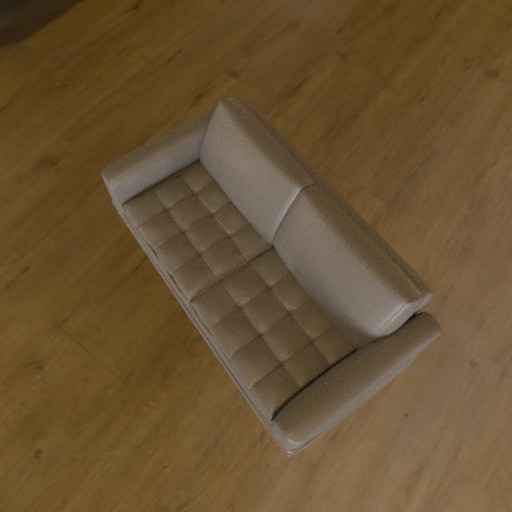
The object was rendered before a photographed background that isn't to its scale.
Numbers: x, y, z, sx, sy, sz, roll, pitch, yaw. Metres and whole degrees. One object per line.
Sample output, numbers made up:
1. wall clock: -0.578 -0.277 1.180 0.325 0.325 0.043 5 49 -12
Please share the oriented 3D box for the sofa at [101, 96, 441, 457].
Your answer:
1. sofa: 0.000 0.000 2.840 1.121 0.930 2.177 -33 68 -15
